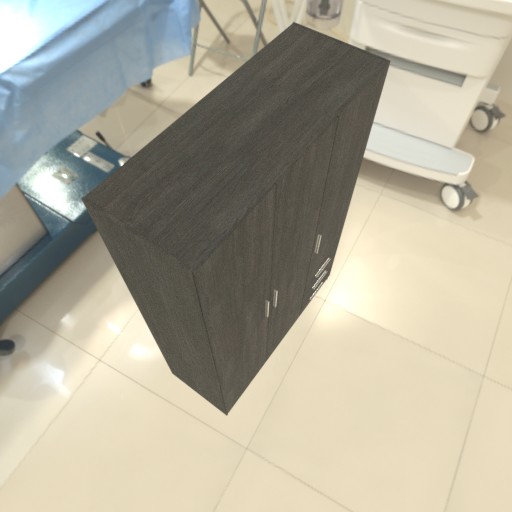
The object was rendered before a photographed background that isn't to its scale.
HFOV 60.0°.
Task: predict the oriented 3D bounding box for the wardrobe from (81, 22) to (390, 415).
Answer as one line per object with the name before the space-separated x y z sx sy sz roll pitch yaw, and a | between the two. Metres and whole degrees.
wardrobe | 0.000 0.000 2.490 0.510 1.910 1.290 32 63 18
